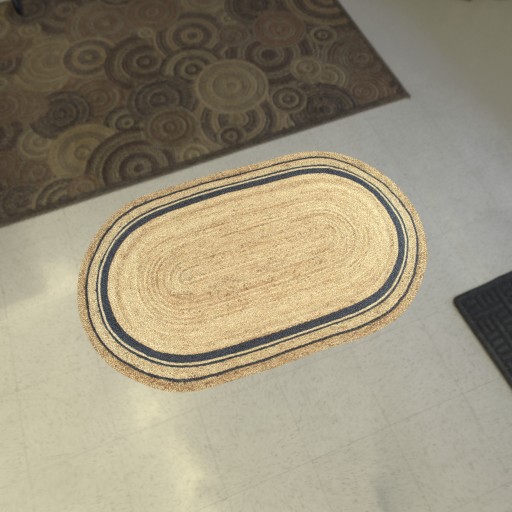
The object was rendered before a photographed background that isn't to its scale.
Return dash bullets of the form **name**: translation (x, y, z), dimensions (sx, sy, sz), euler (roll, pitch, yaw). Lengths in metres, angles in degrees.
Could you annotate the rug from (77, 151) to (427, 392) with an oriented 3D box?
- **rug**: translation (0.000, 0.000, 3.048), dimensions (2.432, 0.006, 1.520), euler (-17, 65, -8)
